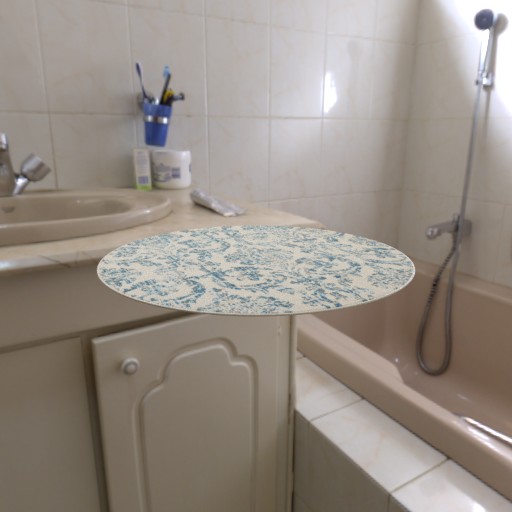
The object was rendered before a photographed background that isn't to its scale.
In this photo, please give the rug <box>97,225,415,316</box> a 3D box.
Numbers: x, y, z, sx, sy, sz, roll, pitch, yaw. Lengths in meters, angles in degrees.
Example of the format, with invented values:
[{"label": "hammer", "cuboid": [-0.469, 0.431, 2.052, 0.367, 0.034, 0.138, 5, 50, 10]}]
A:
[{"label": "rug", "cuboid": [0.000, 0.000, 2.346, 1.593, 0.012, 1.593, 0, 15, 0]}]
